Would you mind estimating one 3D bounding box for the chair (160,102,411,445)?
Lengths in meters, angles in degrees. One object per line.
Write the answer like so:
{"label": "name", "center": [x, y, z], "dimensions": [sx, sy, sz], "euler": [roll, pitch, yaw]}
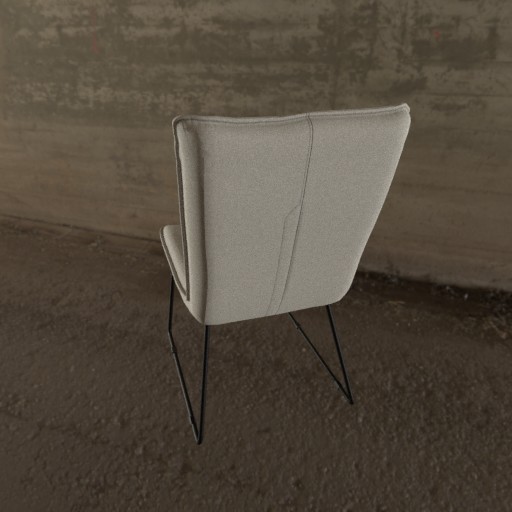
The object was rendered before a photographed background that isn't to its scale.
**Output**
{"label": "chair", "center": [0.000, 0.000, 1.327], "dimensions": [0.515, 0.930, 0.688], "euler": [-8, 28, -16]}
